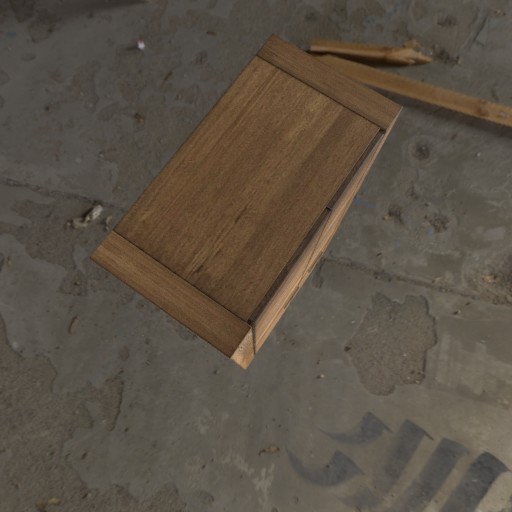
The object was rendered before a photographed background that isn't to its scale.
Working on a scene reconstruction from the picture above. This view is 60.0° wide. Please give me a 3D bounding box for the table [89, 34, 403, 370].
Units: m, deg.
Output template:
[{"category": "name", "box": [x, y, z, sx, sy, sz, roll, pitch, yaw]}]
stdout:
[{"category": "table", "box": [0.000, 0.000, 2.522, 0.600, 2.000, 1.100, 34, 77, 9]}]
